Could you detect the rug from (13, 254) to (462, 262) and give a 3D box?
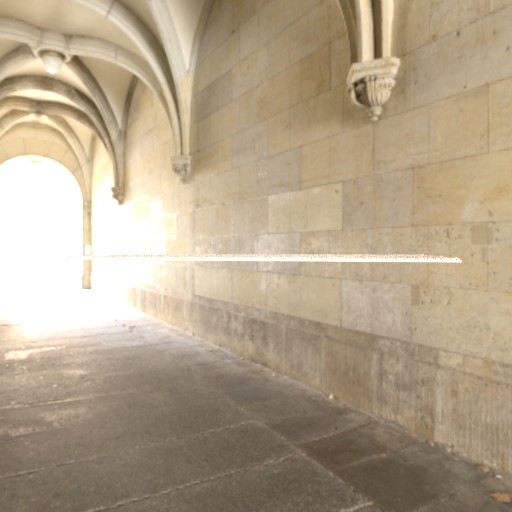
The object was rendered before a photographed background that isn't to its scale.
[{"bbox_3d":[0.000,0.000,4.010,3.052,0.030,2.429,0,1,16],"label":"rug"}]
